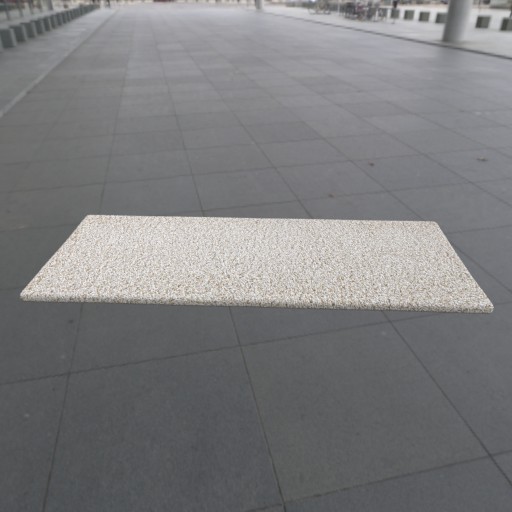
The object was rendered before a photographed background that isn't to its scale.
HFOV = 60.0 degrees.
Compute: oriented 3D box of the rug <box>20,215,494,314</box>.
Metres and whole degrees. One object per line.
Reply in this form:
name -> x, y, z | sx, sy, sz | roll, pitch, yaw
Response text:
rug -> 0.000, 0.000, 1.678 | 1.524, 0.030, 0.609 | 1, 31, 2
